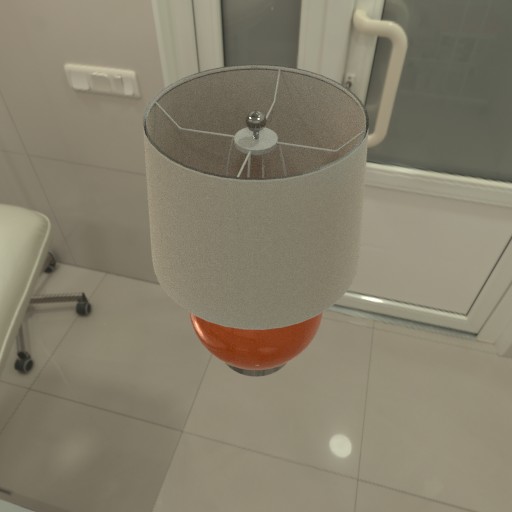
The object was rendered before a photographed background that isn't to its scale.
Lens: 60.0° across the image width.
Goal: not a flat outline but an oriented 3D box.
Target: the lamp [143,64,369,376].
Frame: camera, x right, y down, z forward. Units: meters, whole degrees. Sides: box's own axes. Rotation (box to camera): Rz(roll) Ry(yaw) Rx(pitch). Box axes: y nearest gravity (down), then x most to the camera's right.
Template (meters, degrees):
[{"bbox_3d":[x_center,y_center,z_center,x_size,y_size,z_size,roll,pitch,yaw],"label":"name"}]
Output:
[{"bbox_3d":[0.000,0.000,0.548,0.247,0.387,0.247,0,47,0],"label":"lamp"}]
